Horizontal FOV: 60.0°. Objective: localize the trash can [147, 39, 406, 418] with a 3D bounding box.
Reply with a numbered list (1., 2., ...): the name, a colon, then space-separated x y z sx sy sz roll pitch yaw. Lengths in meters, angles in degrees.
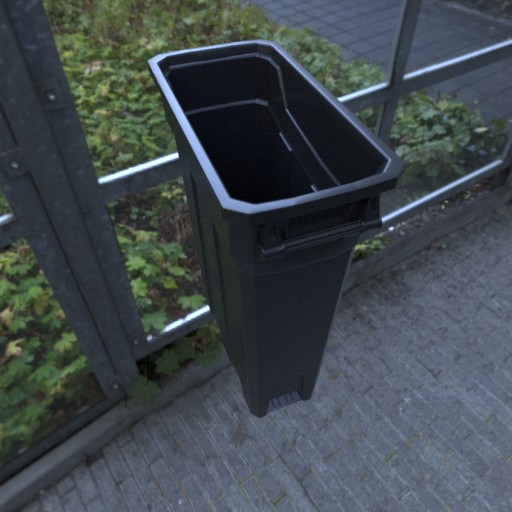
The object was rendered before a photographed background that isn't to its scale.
1. trash can: 0.000 0.000 1.040 0.281 0.762 0.559 -16 48 -14
